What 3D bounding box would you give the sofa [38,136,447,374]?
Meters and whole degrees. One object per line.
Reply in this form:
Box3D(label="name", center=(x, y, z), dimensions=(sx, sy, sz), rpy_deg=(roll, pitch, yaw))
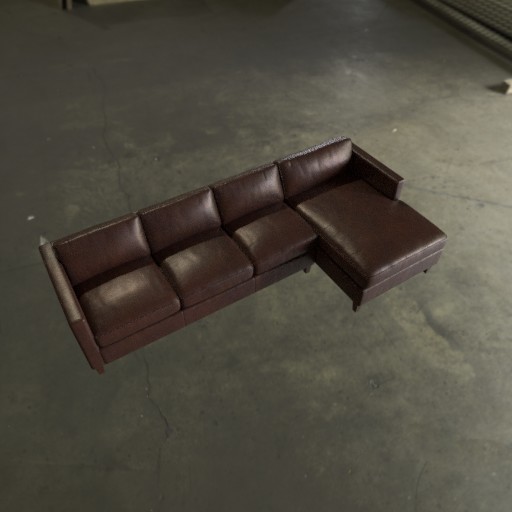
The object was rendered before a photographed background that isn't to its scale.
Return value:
Box3D(label="sofa", center=(0.000, 0.000, 3.935), dimensions=(3.203, 0.883, 1.581), rpy_deg=(-24, 51, -22))
